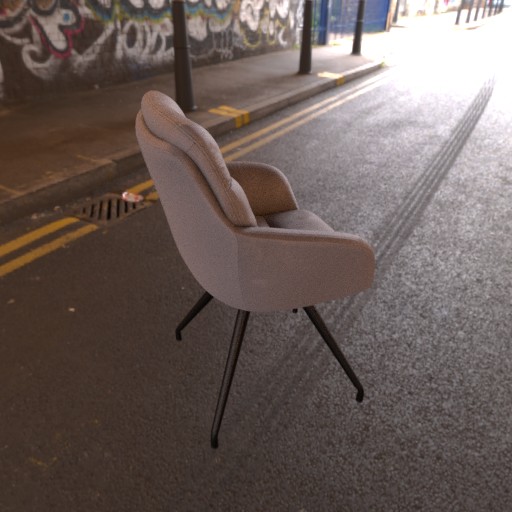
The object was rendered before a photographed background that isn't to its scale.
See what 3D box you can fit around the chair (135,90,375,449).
[{"bbox_3d":[0.000,0.000,1.276,0.569,0.888,0.579,-11,32,-18],"label":"chair"}]
